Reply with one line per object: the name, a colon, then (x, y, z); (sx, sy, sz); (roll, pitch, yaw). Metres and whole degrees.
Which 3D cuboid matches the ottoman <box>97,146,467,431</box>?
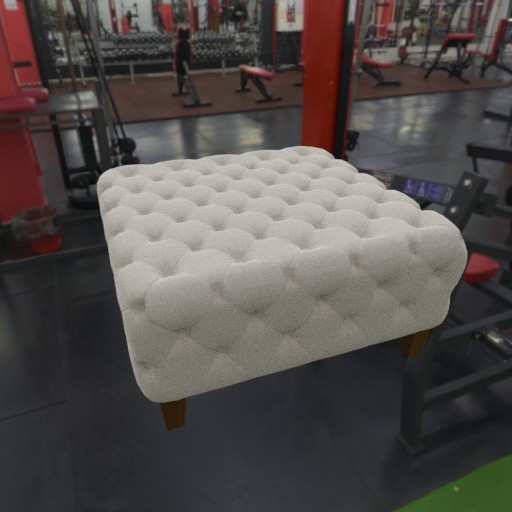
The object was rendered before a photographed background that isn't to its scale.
ottoman: (0.000, 0.000, 1.215); (0.753, 0.376, 0.755); (-11, 31, -18)
